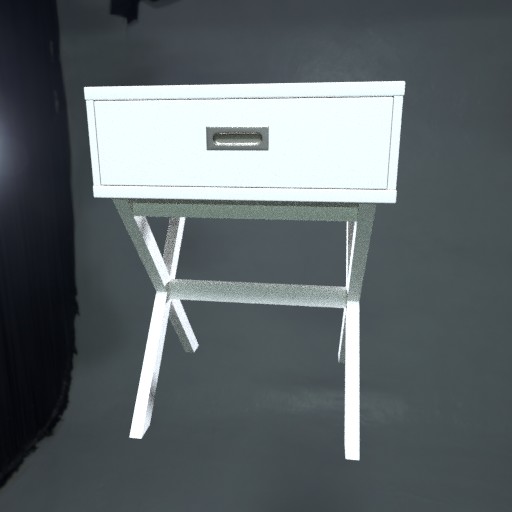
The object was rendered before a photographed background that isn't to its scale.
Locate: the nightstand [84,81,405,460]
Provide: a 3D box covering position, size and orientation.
[{"bbox_3d":[0.000,0.000,0.920,0.479,0.623,0.402,2,15,8],"label":"nightstand"}]
